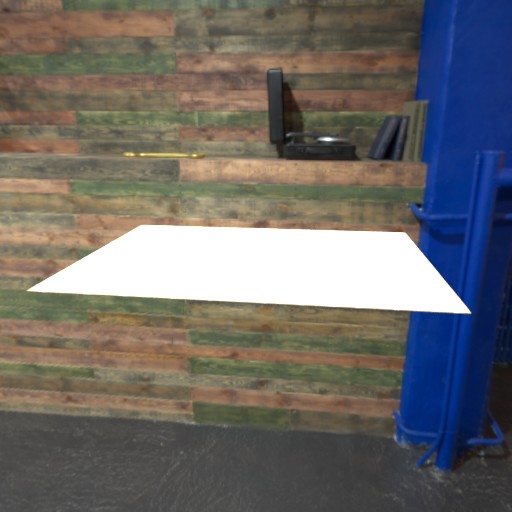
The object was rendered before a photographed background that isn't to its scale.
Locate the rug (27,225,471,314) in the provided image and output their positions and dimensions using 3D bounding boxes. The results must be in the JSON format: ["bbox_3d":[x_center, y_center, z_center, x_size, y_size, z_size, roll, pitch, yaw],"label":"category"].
[{"bbox_3d":[0.000,0.000,4.452,3.353,0.010,2.438,2,17,7],"label":"rug"}]
